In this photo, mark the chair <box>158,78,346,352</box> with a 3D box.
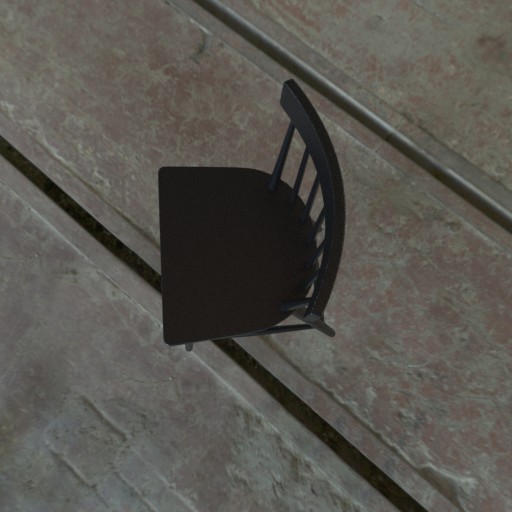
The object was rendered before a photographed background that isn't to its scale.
[{"bbox_3d":[0.000,0.000,1.275,0.572,0.952,0.483,-5,76,-1],"label":"chair"}]
